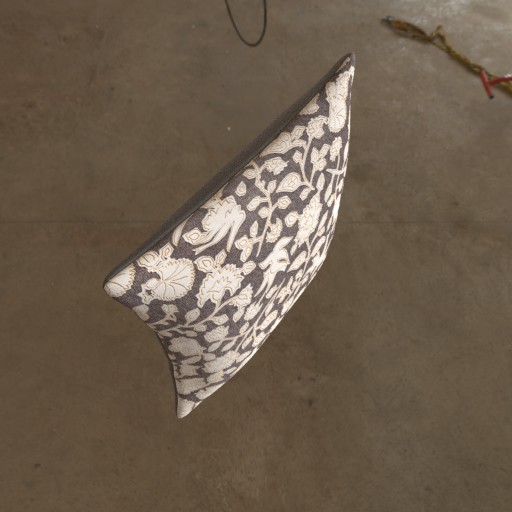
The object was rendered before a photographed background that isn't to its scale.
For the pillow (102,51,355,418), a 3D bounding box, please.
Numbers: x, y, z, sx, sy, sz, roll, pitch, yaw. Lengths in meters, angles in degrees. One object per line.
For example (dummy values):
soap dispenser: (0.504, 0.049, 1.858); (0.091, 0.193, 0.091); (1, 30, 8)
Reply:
pillow: (0.000, 0.000, 0.781); (0.166, 0.507, 0.526); (31, 62, 19)
